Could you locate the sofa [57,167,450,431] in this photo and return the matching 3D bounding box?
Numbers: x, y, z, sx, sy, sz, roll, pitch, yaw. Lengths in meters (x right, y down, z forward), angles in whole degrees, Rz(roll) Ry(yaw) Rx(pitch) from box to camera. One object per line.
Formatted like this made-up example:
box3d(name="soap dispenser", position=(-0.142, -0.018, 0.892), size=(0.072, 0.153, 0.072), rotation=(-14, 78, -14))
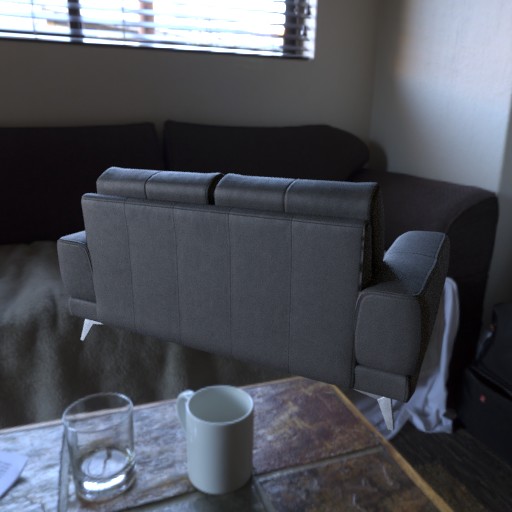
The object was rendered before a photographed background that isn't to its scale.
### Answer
box3d(name="sofa", position=(0.000, 0.000, 2.295), size=(1.806, 0.907, 1.018), rotation=(8, 19, 25))
